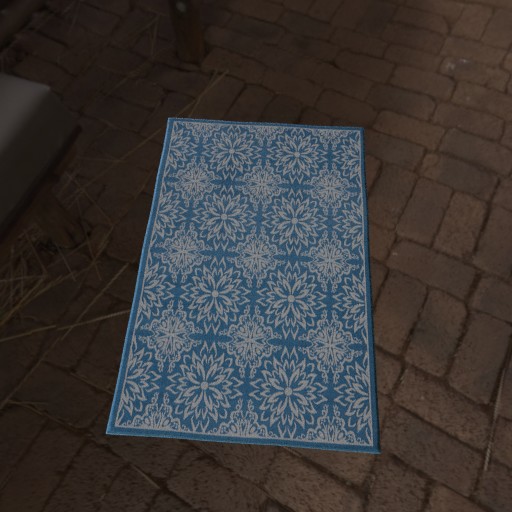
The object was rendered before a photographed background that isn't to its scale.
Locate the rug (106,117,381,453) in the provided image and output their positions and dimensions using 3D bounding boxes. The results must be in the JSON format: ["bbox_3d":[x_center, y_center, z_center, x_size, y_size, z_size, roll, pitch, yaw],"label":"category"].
[{"bbox_3d":[0.000,0.000,3.540,1.830,0.018,2.769,3,64,2],"label":"rug"}]
